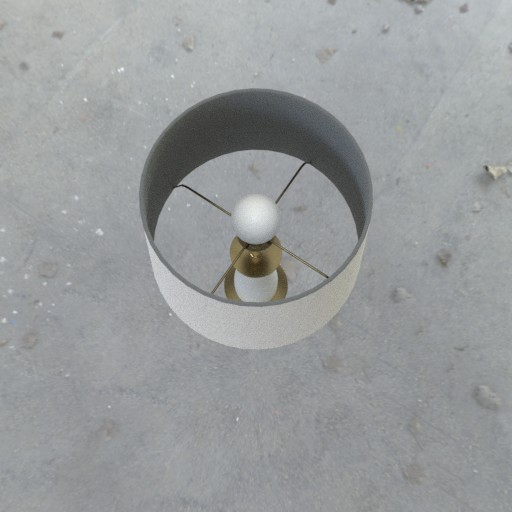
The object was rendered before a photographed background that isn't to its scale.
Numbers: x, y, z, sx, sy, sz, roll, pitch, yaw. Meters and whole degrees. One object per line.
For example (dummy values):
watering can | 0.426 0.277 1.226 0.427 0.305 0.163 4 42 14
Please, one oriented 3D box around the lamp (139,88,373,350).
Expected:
lamp | 0.000 0.000 0.726 0.309 0.545 0.309 0 75 0
